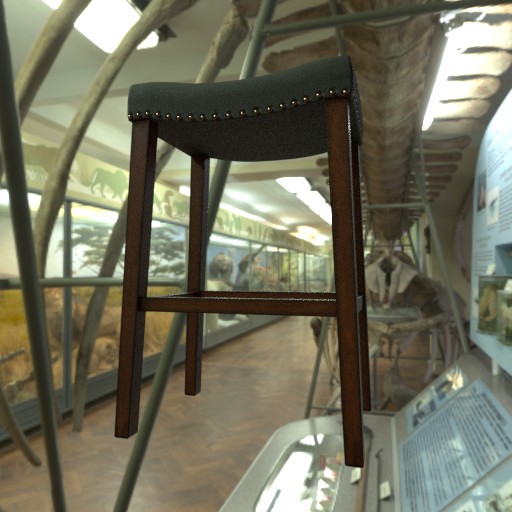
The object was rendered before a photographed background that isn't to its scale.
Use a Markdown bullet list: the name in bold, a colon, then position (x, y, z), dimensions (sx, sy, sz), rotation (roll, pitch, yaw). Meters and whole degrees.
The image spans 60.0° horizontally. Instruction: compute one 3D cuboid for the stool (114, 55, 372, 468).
- **stool**: position (0.000, 0.000, 1.032), dimensions (0.502, 0.760, 0.366), rotation (-1, -2, 17)
